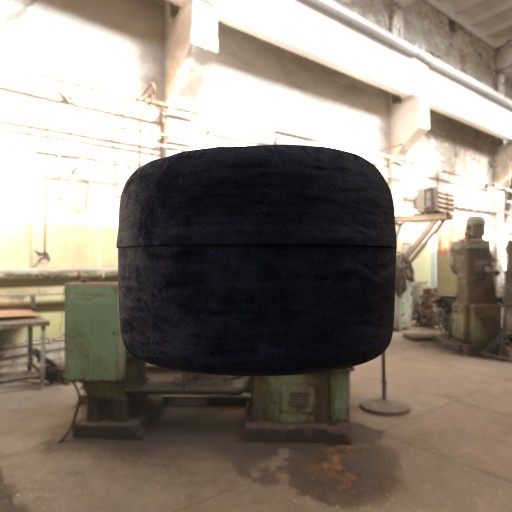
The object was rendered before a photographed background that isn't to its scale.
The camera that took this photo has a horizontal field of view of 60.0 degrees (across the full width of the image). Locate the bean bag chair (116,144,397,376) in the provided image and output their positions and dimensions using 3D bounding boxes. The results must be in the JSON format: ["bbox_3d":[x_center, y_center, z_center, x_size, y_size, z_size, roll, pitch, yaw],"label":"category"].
[{"bbox_3d":[0.000,0.000,1.520,0.918,0.616,0.918,0,-1,0],"label":"bean bag chair"}]
